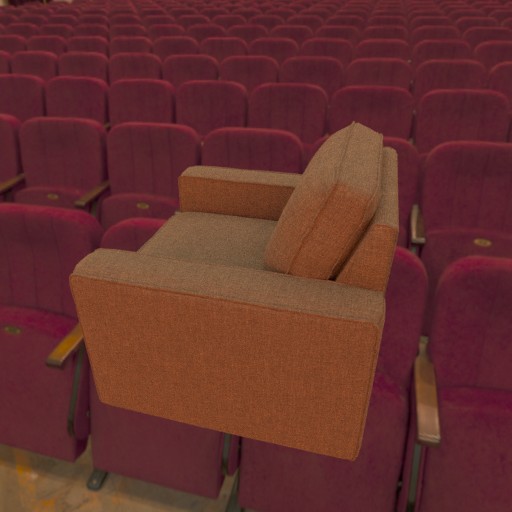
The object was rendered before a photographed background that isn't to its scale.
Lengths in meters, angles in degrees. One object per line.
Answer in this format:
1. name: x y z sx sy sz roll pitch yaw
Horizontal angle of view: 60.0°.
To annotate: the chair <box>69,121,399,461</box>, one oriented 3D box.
1. chair: 0.000 0.000 1.693 0.940 0.914 1.016 8 32 13
